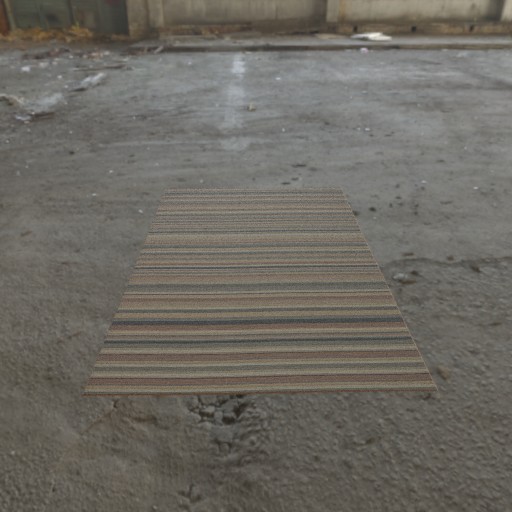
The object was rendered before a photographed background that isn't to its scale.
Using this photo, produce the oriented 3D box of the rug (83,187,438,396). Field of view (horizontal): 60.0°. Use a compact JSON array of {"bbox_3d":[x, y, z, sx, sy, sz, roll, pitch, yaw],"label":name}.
[{"bbox_3d":[0.000,0.000,2.299,1.219,0.008,1.829,-1,31,-1],"label":"rug"}]
